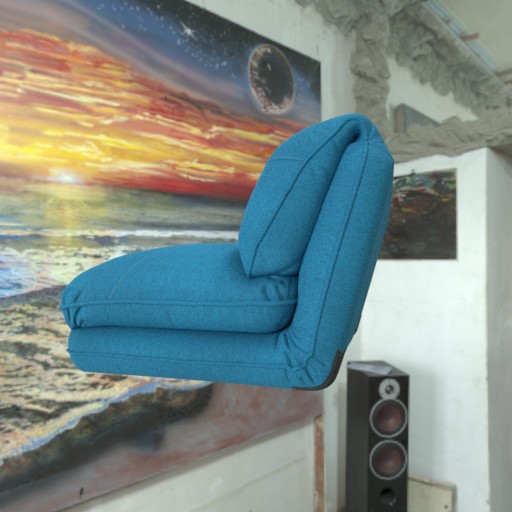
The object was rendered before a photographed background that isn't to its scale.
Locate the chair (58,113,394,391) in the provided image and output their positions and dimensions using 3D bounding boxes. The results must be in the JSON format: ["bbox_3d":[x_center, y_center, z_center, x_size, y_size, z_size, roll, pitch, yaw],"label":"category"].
[{"bbox_3d":[0.000,0.000,1.326,0.780,0.580,0.820,0,-1,16],"label":"chair"}]
